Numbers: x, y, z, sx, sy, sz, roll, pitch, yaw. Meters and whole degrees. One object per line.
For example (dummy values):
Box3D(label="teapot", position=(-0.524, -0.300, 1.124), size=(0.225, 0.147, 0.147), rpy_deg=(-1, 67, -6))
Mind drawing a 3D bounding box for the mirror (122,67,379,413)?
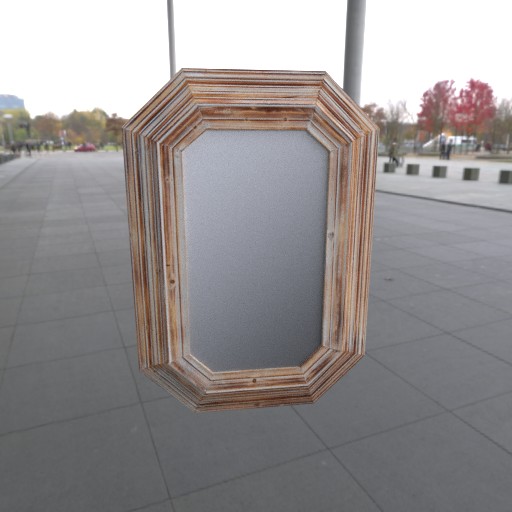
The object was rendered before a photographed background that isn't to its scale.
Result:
Box3D(label="mirror", position=(0.000, 0.000, 1.289), size=(0.709, 1.015, 0.061), rpy_deg=(-2, 14, -8))
